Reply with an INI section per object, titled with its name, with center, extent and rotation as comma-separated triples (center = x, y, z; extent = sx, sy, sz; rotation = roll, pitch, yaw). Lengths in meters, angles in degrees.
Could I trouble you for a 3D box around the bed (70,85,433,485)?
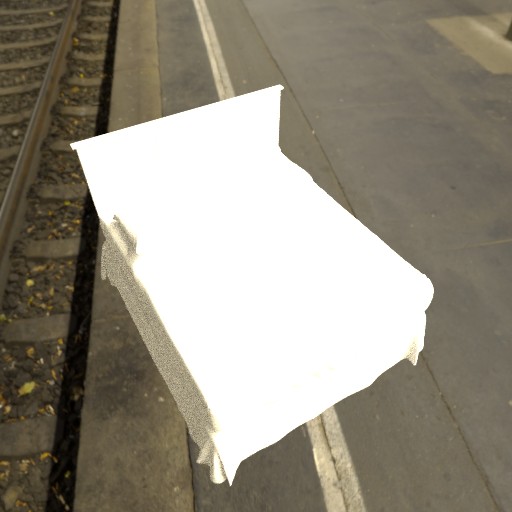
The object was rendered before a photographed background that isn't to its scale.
[bed]
center = 0.000, 0.000, 3.071
extent = 1.876, 1.269, 2.047
rotation = -24, 50, -21
